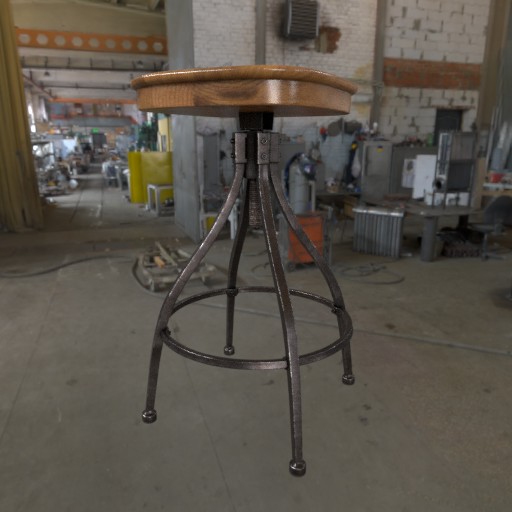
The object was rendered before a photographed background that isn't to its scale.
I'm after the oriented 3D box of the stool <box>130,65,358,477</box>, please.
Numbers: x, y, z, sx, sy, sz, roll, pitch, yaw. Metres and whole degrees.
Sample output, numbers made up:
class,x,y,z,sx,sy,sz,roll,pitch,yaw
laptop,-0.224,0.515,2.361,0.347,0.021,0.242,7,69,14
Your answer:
class,x,y,z,sx,sy,sz,roll,pitch,yaw
stool,0.000,0.000,0.947,0.424,0.694,0.432,7,17,26
